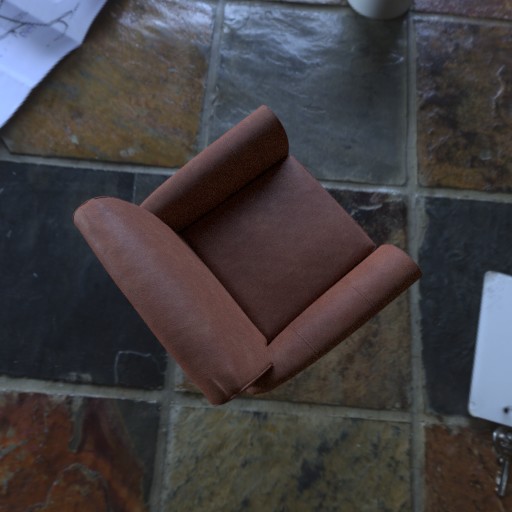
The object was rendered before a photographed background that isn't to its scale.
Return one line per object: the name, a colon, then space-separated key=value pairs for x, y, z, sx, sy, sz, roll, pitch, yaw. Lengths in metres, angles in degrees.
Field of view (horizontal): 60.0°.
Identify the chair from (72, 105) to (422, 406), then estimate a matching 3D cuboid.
chair: x=0.000 y=0.000 z=1.814 sx=0.902 sy=1.061 sz=0.978 roll=-38 pitch=78 yaw=-10
